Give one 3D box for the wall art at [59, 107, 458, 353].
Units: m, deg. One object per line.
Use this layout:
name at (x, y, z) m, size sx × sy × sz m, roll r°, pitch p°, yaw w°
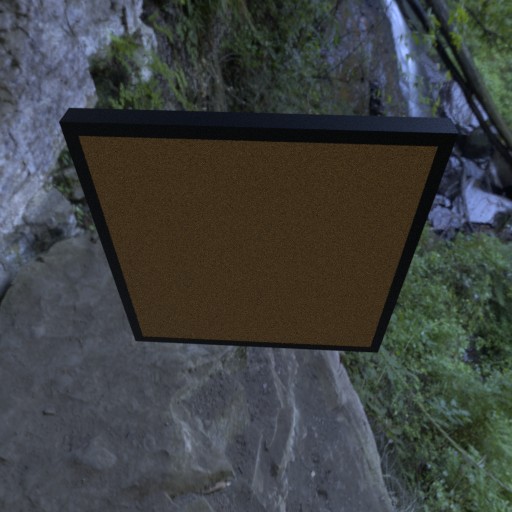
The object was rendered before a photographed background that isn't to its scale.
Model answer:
wall art at (0.000, 0.000, 0.758) m, size 0.508 × 0.508 × 0.038 m, roll 2°, pitch 46°, yaw 2°
